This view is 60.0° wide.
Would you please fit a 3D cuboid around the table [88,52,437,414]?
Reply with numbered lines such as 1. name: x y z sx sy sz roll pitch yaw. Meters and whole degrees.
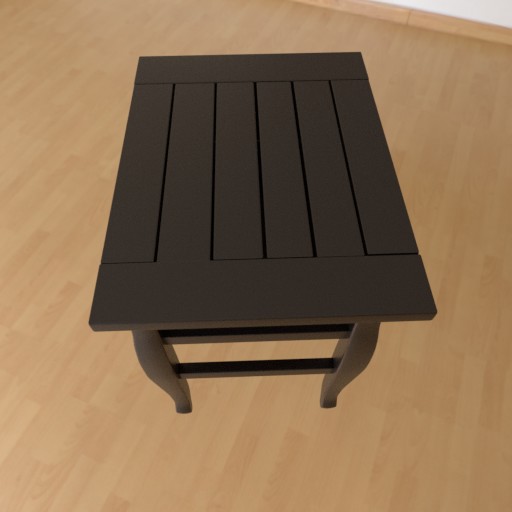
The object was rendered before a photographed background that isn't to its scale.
1. table: 0.000 0.000 0.997 0.460 0.604 0.602 -2 56 -1
